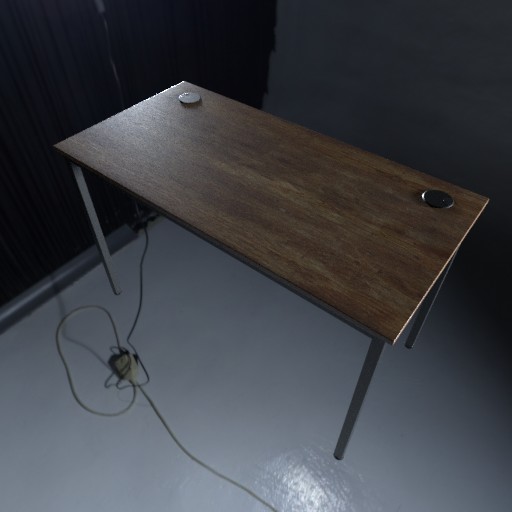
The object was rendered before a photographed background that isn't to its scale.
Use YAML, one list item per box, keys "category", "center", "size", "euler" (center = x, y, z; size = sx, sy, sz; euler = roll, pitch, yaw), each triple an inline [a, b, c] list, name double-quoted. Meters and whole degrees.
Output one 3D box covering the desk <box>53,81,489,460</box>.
- category: "desk"
  center: [0.000, 0.000, 1.607]
  size: [1.200, 0.749, 0.600]
  euler: [30, 53, 25]
